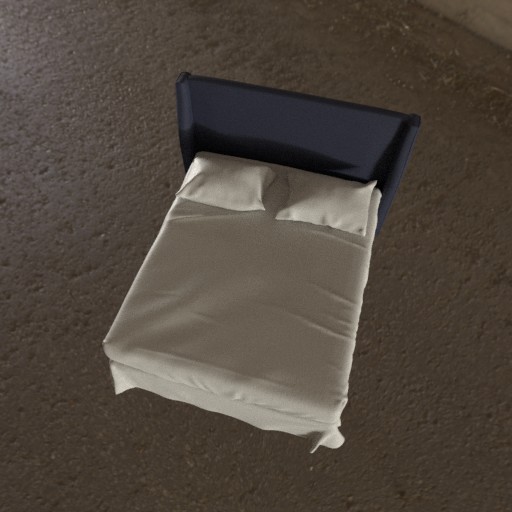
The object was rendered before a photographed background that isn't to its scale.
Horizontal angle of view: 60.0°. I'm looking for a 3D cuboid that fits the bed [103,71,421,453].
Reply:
[{"bbox_3d":[0.000,0.000,3.377,1.925,1.332,2.276,14,59,8],"label":"bed"}]
